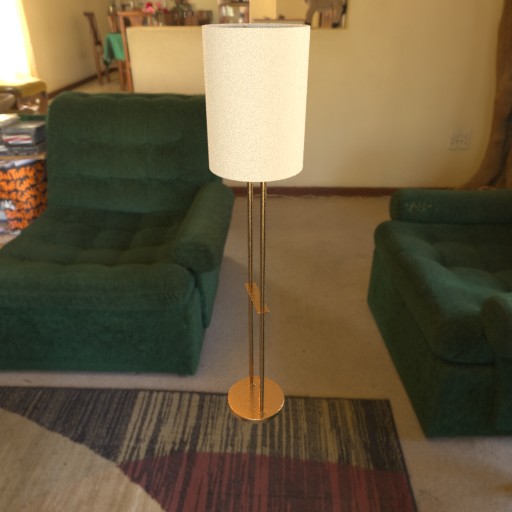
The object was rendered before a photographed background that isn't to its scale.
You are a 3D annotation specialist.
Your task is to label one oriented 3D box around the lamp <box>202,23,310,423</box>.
[{"bbox_3d":[0.000,0.000,1.624,0.305,1.500,0.306,-8,31,-14],"label":"lamp"}]
